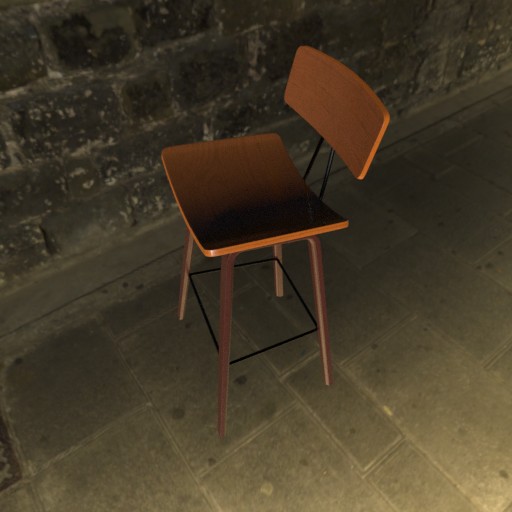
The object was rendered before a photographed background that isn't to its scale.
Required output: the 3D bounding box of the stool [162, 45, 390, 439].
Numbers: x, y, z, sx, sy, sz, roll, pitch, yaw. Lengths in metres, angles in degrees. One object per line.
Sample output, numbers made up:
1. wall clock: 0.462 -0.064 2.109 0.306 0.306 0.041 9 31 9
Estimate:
1. stool: 0.000 0.000 1.235 0.440 0.969 0.509 -16 48 -15
